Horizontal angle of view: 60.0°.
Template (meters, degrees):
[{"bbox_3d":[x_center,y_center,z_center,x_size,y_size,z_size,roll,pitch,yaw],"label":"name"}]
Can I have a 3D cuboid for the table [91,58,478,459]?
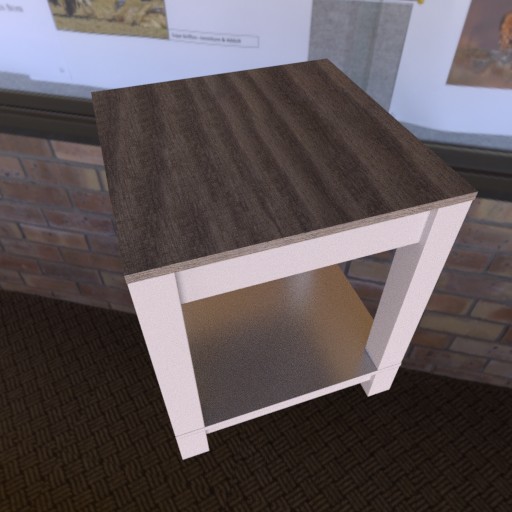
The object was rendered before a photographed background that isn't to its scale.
[{"bbox_3d":[0.000,0.000,0.960,0.504,0.587,0.506,-14,47,-13],"label":"table"}]
